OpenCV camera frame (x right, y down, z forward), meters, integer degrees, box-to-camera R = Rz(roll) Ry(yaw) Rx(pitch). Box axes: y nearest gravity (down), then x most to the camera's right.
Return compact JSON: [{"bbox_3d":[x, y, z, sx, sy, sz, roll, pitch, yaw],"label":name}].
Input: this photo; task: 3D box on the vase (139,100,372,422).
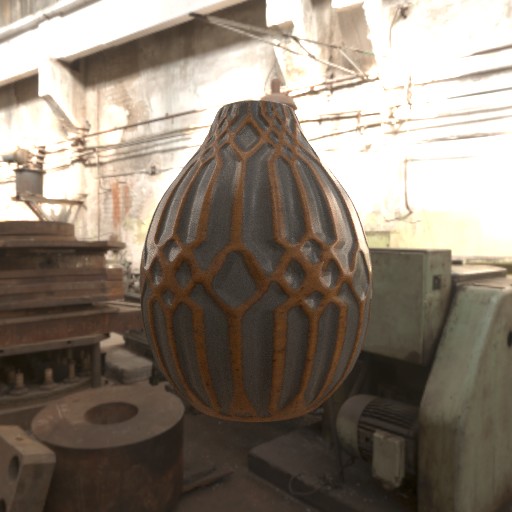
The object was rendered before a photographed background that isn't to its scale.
[{"bbox_3d":[0.000,0.000,0.136,0.069,0.088,0.069,0,1,0],"label":"vase"}]
